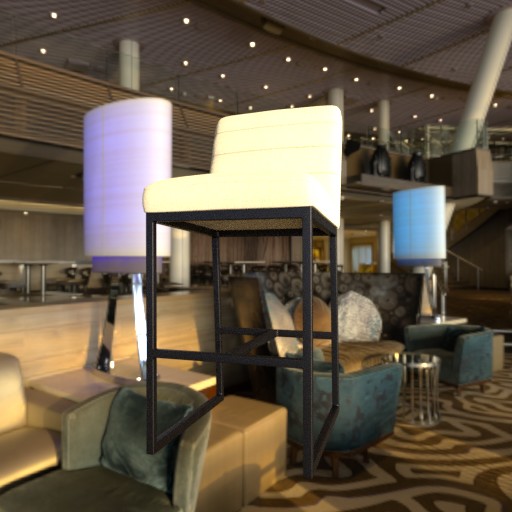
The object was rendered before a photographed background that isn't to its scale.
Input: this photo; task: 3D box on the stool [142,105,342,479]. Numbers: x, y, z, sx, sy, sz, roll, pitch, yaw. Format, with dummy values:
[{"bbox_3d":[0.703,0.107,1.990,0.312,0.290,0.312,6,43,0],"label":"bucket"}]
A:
[{"bbox_3d":[0.000,0.000,1.340,0.460,1.040,0.560,0,-1,18],"label":"stool"}]
